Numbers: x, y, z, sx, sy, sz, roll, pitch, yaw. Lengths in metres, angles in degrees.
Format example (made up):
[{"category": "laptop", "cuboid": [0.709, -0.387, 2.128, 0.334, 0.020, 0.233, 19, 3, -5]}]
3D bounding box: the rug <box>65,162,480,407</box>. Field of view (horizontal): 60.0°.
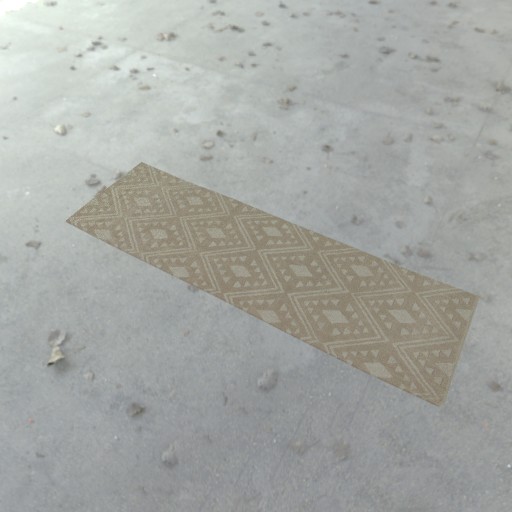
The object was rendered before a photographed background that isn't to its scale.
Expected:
[{"category": "rug", "cuboid": [0.000, 0.000, 2.676, 2.452, 0.051, 0.752, 24, 52, 20]}]
